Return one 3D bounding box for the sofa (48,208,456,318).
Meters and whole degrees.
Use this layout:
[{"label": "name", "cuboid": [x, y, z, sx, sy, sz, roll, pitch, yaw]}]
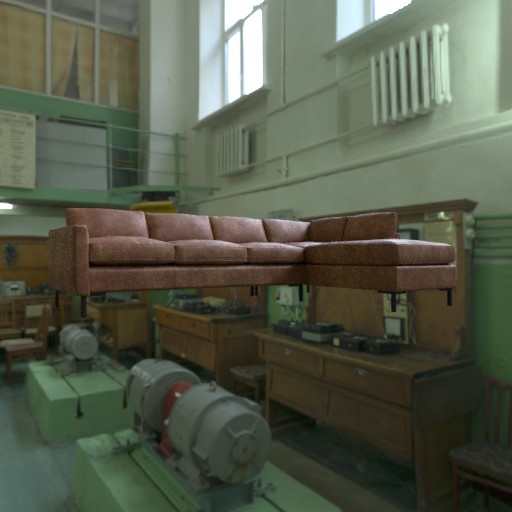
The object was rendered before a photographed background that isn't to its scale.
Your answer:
[{"label": "sofa", "cuboid": [0.000, 0.000, 3.824, 2.984, 0.877, 1.938, 0, 0, -35]}]
